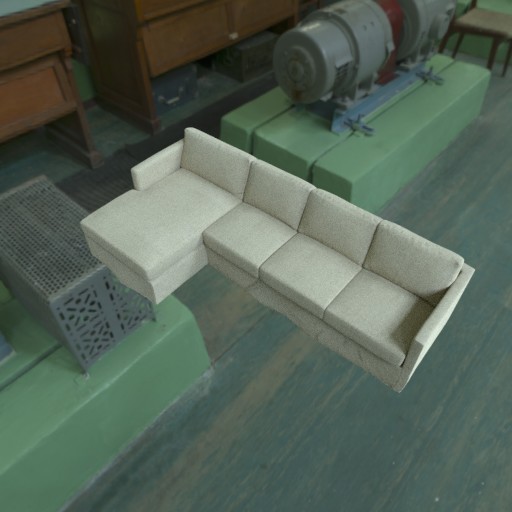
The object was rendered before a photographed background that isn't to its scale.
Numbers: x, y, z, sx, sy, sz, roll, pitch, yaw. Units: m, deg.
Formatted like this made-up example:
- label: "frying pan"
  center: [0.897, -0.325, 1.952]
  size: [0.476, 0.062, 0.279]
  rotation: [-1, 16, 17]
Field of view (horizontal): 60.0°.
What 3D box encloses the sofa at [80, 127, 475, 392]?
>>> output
- label: "sofa"
  center: [0.000, 0.000, 3.990]
  size: [3.205, 0.922, 1.650]
  rotation: [32, 54, 26]
